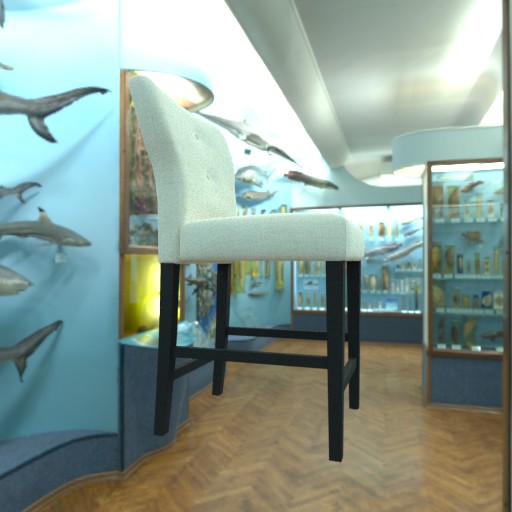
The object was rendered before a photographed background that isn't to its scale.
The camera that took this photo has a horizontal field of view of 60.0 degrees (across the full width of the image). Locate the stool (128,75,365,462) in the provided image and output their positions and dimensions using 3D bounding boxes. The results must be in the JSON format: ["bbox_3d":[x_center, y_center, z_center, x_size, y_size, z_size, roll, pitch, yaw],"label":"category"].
[{"bbox_3d":[0.000,0.000,1.321,0.603,0.972,0.514,0,-1,19],"label":"stool"}]
